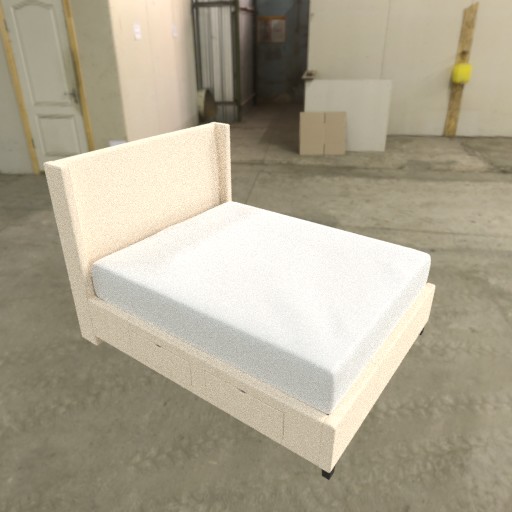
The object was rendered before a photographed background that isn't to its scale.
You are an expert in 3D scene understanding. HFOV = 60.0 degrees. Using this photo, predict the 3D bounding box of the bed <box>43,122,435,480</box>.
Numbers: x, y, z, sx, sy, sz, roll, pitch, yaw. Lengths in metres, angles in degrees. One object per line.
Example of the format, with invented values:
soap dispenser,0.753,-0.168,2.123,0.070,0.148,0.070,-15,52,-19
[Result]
bed,0.000,0.000,3.363,2.280,1.471,1.765,18,33,31
